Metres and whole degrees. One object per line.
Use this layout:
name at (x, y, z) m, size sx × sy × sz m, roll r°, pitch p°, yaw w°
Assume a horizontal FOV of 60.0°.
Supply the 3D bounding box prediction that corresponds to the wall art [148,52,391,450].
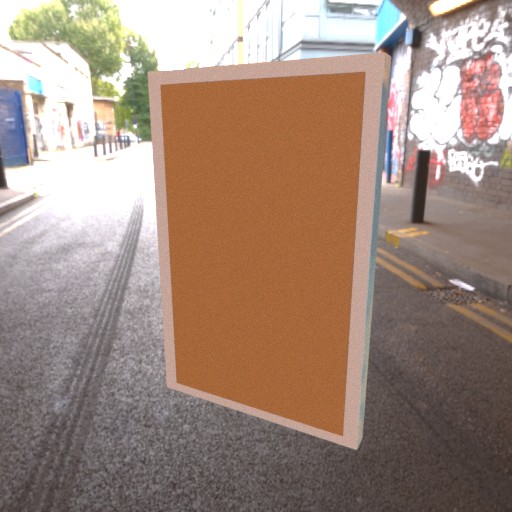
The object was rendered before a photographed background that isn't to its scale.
wall art at (0.000, 0.000, 0.761) m, size 0.401 × 0.610 × 0.038 m, roll 8°, pitch 18°, yaw 27°
